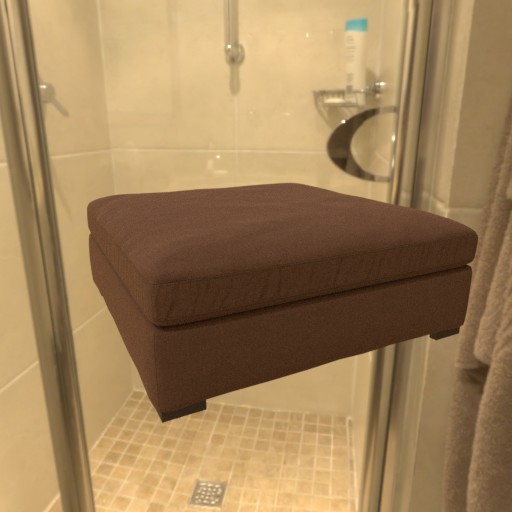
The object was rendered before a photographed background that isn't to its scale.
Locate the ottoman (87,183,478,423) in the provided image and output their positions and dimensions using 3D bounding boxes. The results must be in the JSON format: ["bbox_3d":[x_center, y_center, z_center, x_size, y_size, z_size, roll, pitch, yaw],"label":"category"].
[{"bbox_3d":[0.000,0.000,1.819,1.181,0.470,1.181,-8,19,-26],"label":"ottoman"}]
